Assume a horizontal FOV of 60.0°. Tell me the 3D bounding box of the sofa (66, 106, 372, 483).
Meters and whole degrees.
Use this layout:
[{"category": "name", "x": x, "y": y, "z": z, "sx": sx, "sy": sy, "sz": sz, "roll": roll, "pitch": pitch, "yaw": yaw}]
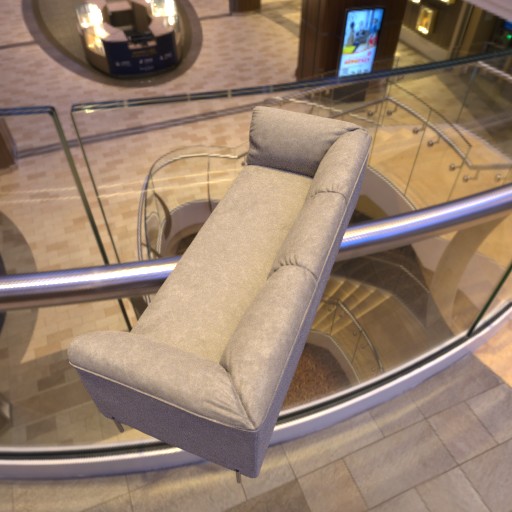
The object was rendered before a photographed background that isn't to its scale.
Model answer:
[{"category": "sofa", "x": 0.000, "y": 0.000, "z": 2.665, "sx": 0.899, "sy": 0.758, "sz": 2.238, "roll": 16, "pitch": 49, "yaw": 14}]
